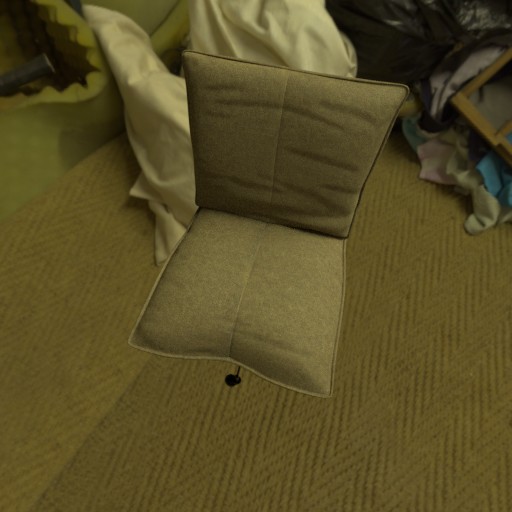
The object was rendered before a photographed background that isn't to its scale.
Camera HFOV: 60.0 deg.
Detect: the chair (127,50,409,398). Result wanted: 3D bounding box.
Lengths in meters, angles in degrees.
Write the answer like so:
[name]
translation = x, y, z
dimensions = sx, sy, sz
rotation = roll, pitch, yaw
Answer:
[chair]
translation = 0.000, 0.000, 1.300
dimensions = 0.597, 0.811, 0.696
rotation = 14, 59, 8
